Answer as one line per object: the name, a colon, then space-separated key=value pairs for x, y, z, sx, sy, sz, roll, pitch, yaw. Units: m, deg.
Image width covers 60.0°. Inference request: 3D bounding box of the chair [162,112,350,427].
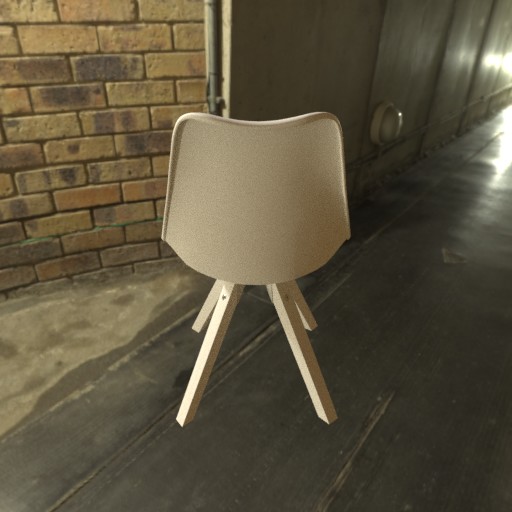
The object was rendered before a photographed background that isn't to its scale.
chair: x=0.000 y=0.000 z=1.190 sx=0.485 sy=0.850 sz=0.550 roll=0 pitch=30 yaw=-1
